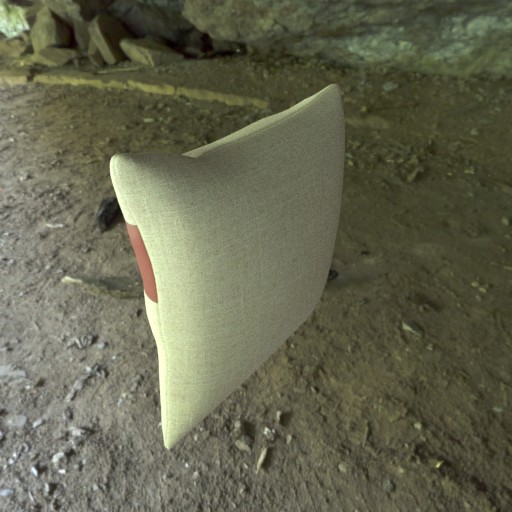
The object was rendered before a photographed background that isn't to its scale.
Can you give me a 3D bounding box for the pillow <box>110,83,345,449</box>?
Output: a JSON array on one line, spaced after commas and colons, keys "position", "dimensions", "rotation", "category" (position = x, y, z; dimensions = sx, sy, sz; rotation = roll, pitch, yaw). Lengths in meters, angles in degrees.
[{"position": [0.000, 0.000, 0.617], "dimensions": [0.173, 0.399, 0.414], "rotation": [20, 37, 30], "category": "pillow"}]
